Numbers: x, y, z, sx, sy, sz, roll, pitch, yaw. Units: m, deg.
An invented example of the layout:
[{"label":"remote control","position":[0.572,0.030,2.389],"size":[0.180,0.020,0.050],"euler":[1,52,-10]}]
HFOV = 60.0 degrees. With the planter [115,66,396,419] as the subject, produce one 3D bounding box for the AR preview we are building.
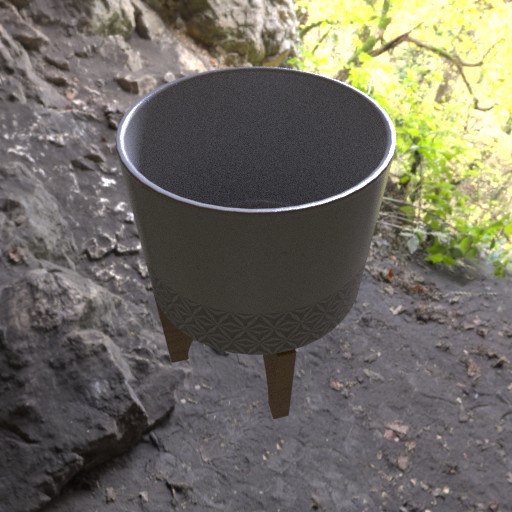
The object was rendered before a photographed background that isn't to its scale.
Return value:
[{"label":"planter","position":[0.000,0.000,0.396],"size":[0.188,0.260,0.188],"euler":[0,46,0]}]
